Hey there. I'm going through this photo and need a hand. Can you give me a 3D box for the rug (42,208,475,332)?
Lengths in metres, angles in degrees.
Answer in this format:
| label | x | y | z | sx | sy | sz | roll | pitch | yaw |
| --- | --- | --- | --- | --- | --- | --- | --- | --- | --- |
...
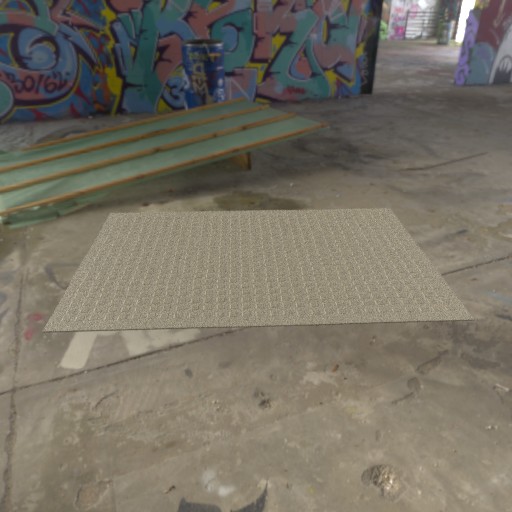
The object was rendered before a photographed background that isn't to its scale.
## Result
| label | x | y | z | sx | sy | sz | roll | pitch | yaw |
| --- | --- | --- | --- | --- | --- | --- | --- | --- | --- |
| rug | 0.000 | 0.000 | 2.273 | 1.747 | 0.006 | 1.143 | -1 | 30 | -2 |
